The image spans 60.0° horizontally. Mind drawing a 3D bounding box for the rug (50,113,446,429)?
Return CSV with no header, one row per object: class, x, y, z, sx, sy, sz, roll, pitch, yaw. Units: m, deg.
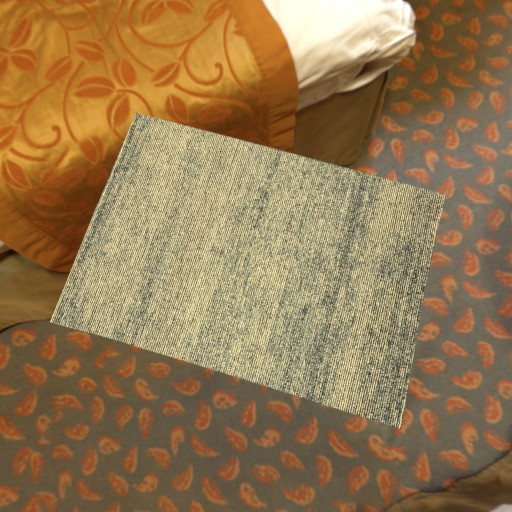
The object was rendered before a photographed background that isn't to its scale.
rug,0.000,0.000,3.018,2.349,0.030,1.624,16,76,4
